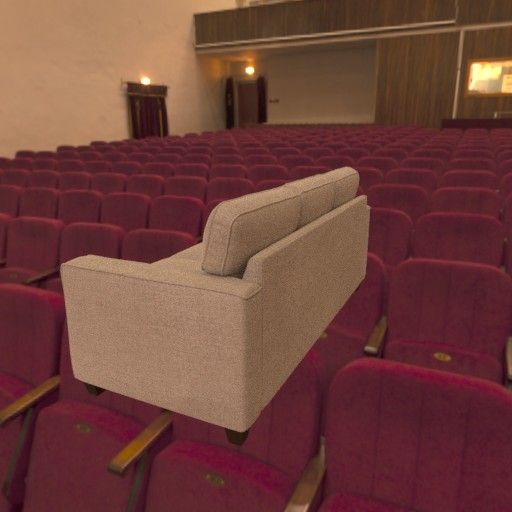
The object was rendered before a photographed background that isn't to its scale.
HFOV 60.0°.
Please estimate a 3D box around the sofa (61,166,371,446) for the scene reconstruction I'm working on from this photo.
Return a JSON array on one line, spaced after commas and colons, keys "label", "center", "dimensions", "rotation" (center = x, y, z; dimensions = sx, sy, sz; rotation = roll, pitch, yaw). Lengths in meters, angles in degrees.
[{"label": "sofa", "center": [0.000, 0.000, 2.702], "dimensions": [0.939, 0.965, 2.133], "rotation": [8, 18, 25]}]
